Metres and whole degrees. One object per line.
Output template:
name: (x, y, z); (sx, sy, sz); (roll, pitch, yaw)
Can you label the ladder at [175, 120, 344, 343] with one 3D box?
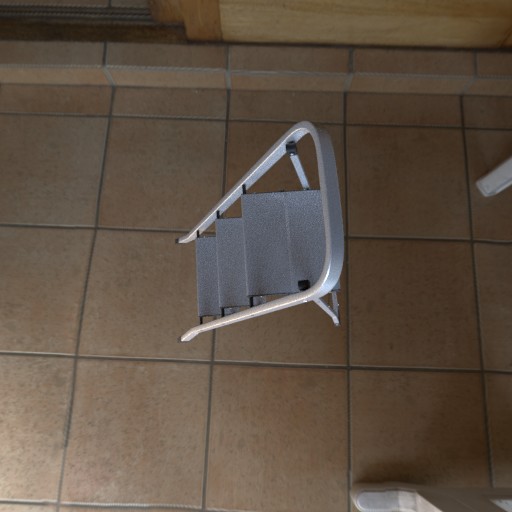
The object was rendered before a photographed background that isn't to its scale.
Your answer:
ladder: (0.000, 0.000, 1.439); (0.704, 1.070, 0.465); (-4, 76, -1)
